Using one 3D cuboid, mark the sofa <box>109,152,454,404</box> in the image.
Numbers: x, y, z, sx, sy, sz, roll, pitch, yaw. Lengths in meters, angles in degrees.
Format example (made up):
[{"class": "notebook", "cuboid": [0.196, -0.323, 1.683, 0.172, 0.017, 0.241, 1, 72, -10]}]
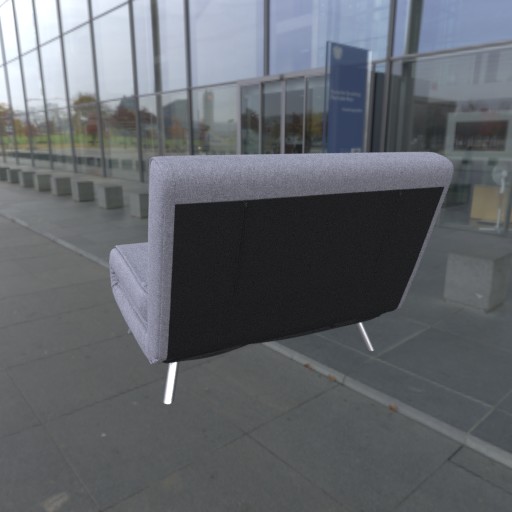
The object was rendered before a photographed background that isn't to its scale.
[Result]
[{"class": "sofa", "cuboid": [0.000, 0.000, 1.787, 1.020, 0.825, 1.000, -7, 16, -25]}]
